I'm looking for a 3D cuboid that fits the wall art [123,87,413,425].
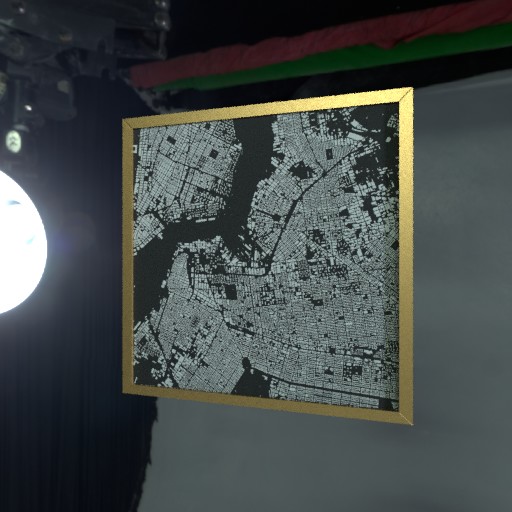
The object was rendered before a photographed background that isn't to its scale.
[{"bbox_3d":[0.000,0.000,1.927,1.284,1.284,0.095,0,0,18],"label":"wall art"}]
